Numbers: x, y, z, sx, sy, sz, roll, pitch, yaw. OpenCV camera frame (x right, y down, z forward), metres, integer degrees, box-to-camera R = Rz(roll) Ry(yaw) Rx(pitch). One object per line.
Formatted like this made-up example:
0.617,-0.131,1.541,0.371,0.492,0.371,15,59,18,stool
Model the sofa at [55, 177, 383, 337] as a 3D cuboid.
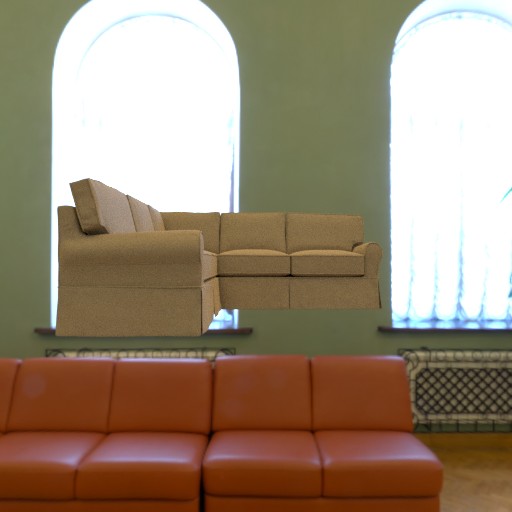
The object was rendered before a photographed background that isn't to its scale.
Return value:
0.000,0.000,4.300,2.733,1.124,2.730,0,-1,-1,sofa
